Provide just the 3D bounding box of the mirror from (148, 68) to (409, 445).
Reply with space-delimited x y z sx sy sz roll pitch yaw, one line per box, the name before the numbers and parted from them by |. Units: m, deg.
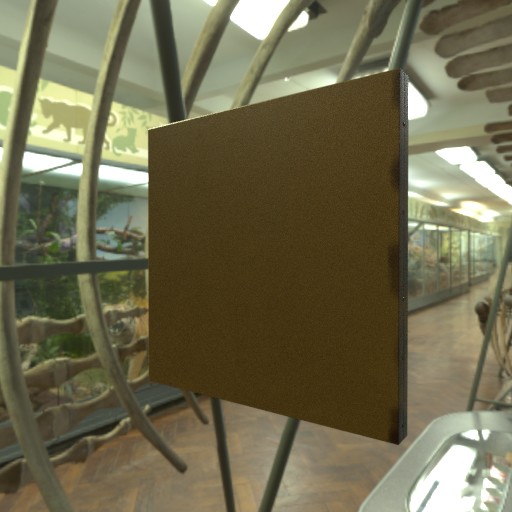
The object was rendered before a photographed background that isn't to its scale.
mirror | 0.000 0.000 0.762 0.509 0.507 0.042 0 1 36
